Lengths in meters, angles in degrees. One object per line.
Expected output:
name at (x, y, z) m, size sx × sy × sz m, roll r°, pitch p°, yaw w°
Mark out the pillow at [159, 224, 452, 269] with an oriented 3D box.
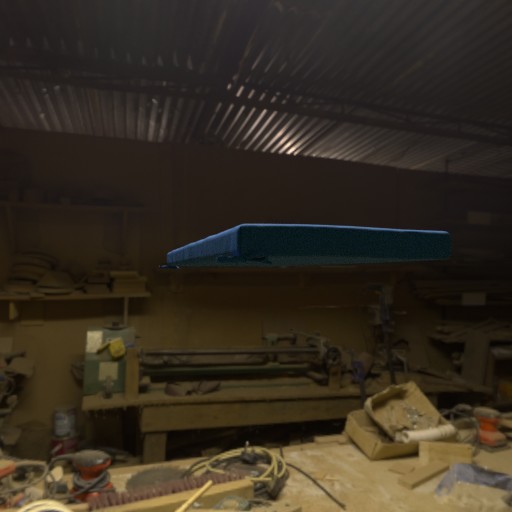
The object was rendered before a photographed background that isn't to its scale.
pillow at (0.000, 0.000, 1.374) m, size 0.492 × 0.081 × 1.187 m, roll 1°, pitch -2°, yaw -18°
